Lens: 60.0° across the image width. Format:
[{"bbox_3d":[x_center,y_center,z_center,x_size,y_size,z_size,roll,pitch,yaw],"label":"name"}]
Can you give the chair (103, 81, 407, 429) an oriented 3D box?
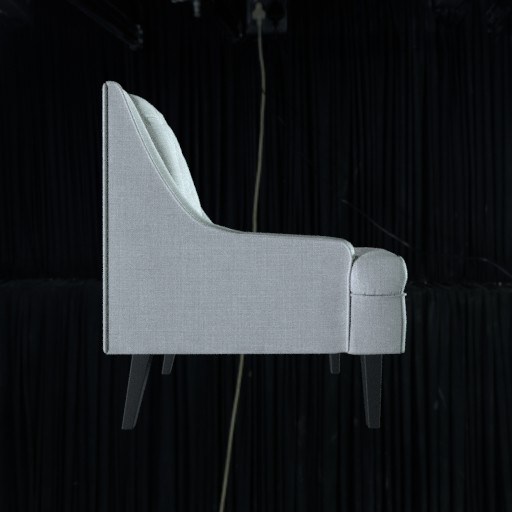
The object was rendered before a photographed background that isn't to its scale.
[{"bbox_3d":[0.000,0.000,1.417,0.772,0.891,0.658,0,0,-1],"label":"chair"}]
